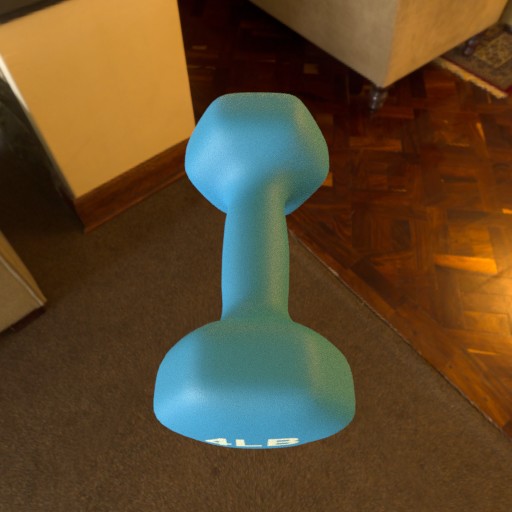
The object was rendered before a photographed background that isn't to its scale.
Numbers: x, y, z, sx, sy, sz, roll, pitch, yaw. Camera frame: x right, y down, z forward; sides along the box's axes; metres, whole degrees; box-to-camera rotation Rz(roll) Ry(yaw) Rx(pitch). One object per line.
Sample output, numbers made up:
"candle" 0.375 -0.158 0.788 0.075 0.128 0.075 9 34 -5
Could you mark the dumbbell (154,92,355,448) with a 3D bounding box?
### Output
"dumbbell" 0.000 0.000 0.192 0.074 0.066 0.152 1 57 1
